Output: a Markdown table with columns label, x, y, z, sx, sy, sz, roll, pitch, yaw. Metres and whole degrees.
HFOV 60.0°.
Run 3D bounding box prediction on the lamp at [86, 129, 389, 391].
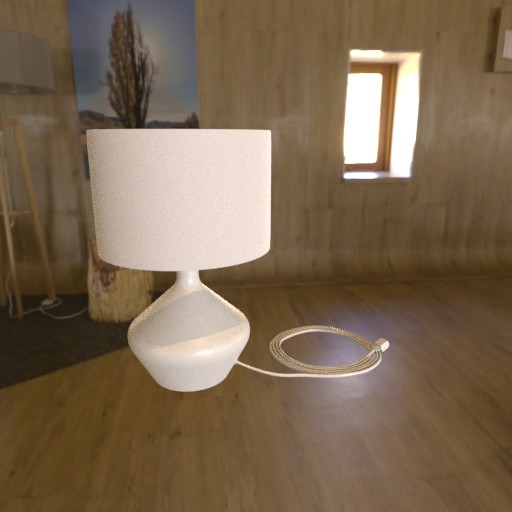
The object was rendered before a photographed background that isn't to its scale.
| label | x | y | z | sx | sy | sz | roll | pitch | yaw |
| --- | --- | --- | --- | --- | --- | --- | --- | --- | --- |
| lamp | 0.000 | 0.000 | 0.840 | 0.546 | 0.457 | 0.401 | 2 | 15 | 9 |
